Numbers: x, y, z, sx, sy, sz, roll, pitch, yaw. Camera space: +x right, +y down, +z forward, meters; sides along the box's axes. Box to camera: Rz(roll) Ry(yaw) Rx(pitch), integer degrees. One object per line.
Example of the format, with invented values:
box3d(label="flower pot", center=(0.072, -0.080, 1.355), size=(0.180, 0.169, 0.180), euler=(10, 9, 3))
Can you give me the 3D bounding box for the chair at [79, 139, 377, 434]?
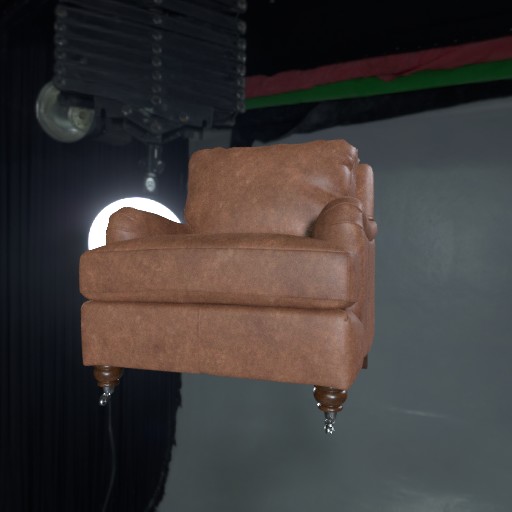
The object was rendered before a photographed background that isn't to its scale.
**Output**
box3d(label="chair", center=(0.000, 0.000, 1.915), size=(0.986, 1.055, 1.158), euler=(0, 0, 19))
